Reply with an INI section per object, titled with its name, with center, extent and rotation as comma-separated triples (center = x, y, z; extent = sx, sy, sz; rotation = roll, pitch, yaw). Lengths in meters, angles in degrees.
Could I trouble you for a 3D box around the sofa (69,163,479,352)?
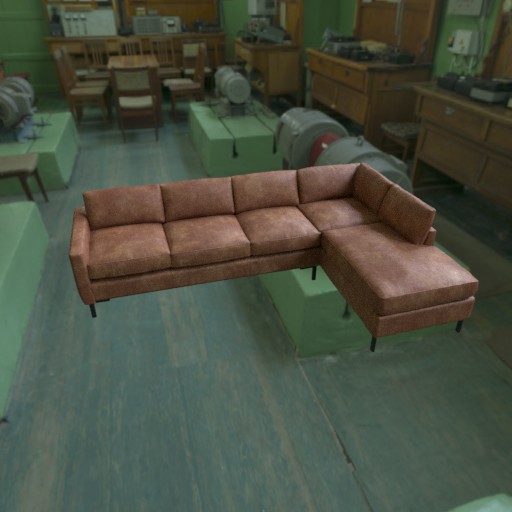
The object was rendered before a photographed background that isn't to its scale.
[sofa]
center = 0.000, 0.000, 3.798
extent = 2.984, 0.877, 1.938
rotation = -9, 32, -14
